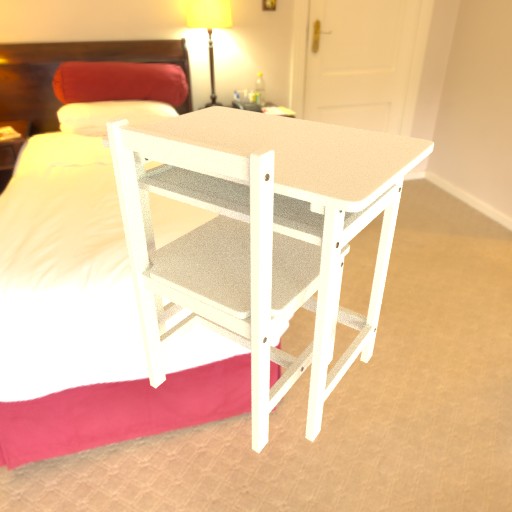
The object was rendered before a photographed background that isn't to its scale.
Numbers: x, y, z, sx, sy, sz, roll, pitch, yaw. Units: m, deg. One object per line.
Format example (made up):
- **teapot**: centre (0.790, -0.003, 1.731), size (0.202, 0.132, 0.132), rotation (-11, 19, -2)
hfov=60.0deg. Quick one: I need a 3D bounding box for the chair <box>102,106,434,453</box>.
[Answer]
- **chair**: centre (0.000, 0.000, 1.050), size (0.599, 0.673, 0.461), rotation (20, 36, 30)
